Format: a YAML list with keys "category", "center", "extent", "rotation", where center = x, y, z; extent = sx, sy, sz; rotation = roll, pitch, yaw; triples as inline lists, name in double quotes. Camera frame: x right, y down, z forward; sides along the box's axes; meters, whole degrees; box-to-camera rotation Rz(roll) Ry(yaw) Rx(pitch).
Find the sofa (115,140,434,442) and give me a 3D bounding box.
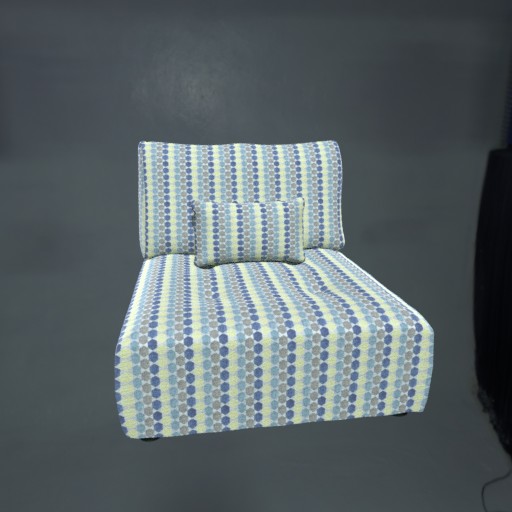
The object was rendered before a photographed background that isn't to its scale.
- category: "sofa"
  center: [0.000, 0.000, 1.682]
  extent: [0.930, 0.830, 1.000]
  rotation: [-2, 16, -8]
